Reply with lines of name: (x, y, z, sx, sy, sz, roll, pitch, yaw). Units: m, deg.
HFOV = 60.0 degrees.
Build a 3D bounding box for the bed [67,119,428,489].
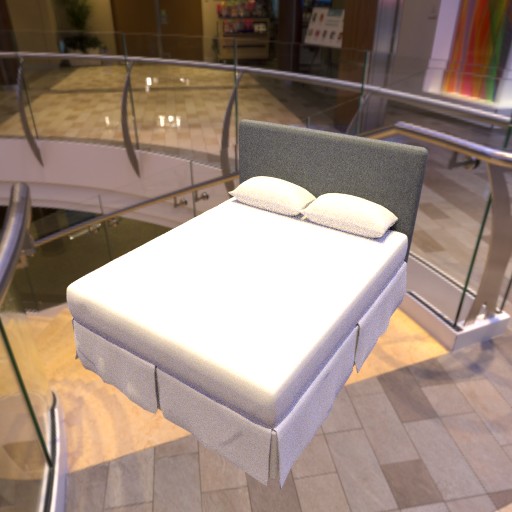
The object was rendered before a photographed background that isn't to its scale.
bed: (0.000, 0.000, 3.144, 1.723, 1.330, 2.142, 19, 35, 29)
